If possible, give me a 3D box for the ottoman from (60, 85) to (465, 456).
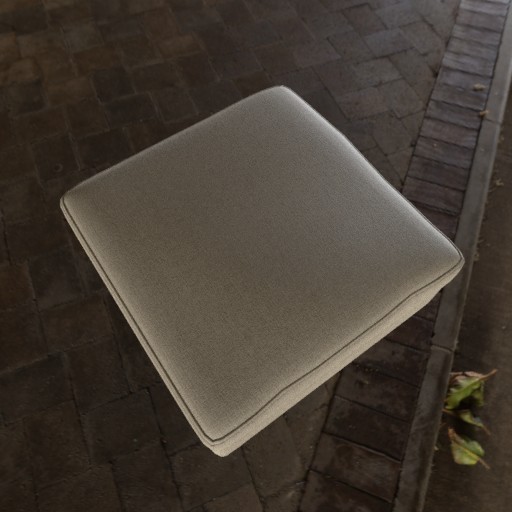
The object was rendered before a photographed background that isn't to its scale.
[{"bbox_3d":[0.000,0.000,1.380,0.838,0.478,0.838,-32,67,-16],"label":"ottoman"}]
